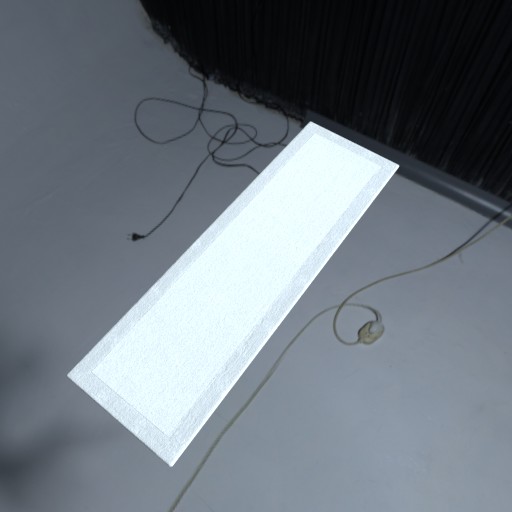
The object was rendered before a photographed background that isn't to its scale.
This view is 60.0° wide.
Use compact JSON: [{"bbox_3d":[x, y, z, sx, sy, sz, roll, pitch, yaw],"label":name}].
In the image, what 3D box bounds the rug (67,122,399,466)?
[{"bbox_3d":[0.000,0.000,2.779,0.759,0.012,2.430,32,64,18],"label":"rug"}]
